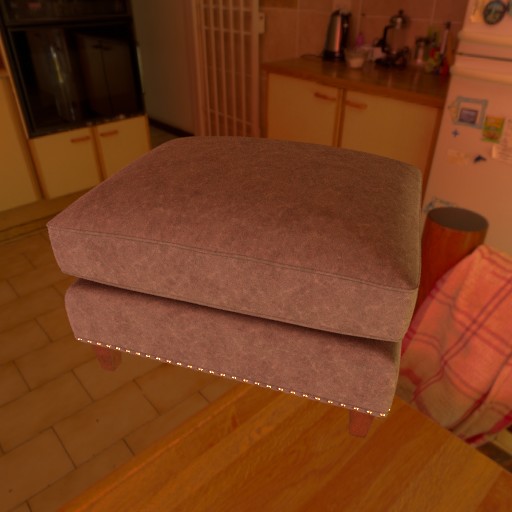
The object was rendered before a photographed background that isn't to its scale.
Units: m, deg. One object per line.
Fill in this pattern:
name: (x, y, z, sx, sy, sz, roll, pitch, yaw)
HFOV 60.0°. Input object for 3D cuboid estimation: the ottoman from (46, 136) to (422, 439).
ottoman: (0.000, 0.000, 1.127, 0.741, 0.513, 0.584, 10, 34, 15)
